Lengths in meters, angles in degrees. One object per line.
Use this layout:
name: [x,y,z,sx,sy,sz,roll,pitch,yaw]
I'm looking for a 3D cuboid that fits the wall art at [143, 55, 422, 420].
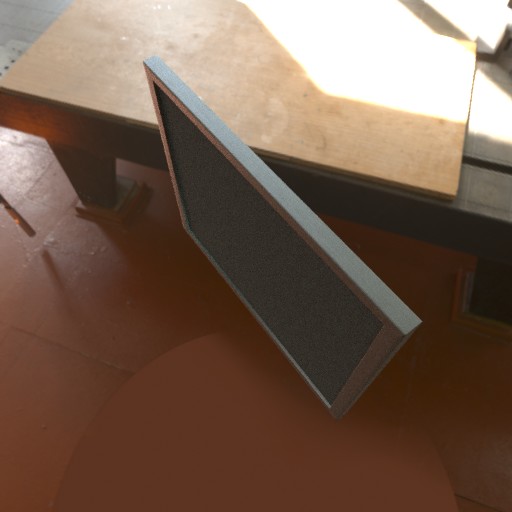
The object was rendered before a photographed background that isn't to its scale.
wall art: [0.000,0.000,0.771,0.028,0.457,0.556,-32,64,-18]
